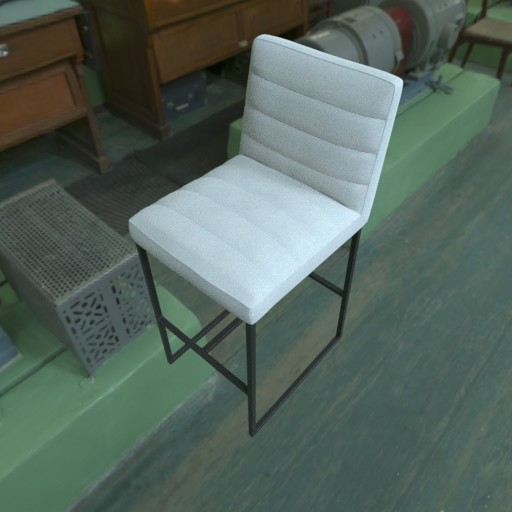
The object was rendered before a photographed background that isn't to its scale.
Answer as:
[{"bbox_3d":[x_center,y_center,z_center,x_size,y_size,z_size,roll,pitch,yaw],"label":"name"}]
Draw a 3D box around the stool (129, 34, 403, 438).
[{"bbox_3d":[0.000,0.000,1.358,0.464,1.061,0.573,32,54,28],"label":"stool"}]
